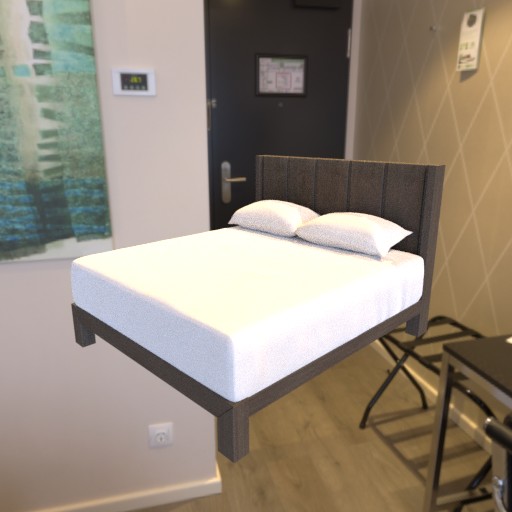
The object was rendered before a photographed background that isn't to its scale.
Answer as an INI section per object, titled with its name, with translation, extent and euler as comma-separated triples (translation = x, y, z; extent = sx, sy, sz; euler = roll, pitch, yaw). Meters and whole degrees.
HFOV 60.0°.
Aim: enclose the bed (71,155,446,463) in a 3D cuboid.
[bed]
translation = 0.000, 0.000, 3.146
extent = 1.992, 1.261, 1.735
euler = -15, 22, -43
